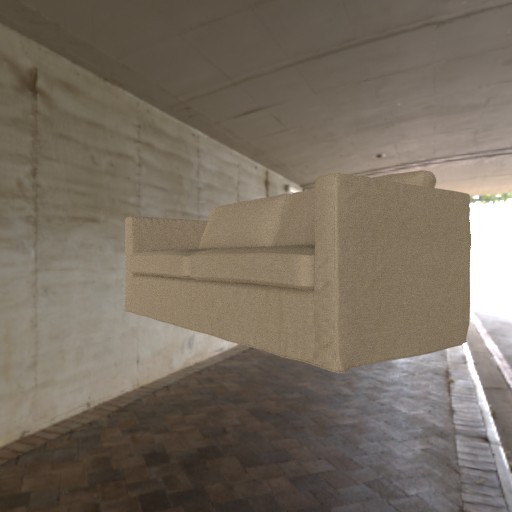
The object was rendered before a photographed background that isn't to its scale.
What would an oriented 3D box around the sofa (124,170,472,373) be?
[{"bbox_3d":[0.000,0.000,2.768,0.956,0.847,2.296,0,0,-35],"label":"sofa"}]
